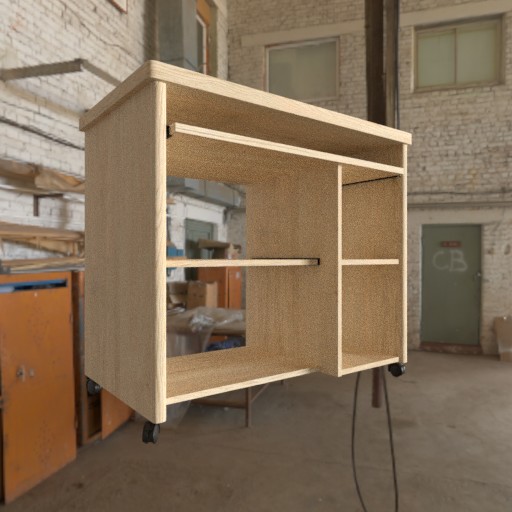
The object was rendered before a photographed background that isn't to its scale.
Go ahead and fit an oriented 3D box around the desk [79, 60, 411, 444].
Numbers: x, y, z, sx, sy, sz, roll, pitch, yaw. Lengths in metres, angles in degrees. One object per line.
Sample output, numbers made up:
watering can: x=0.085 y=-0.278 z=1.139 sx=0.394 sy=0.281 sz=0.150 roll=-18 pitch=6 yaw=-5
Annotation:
desk: x=0.000 y=0.000 z=1.321 sx=0.885 sy=0.770 sz=0.480 roll=0 pitch=0 yaw=-37
